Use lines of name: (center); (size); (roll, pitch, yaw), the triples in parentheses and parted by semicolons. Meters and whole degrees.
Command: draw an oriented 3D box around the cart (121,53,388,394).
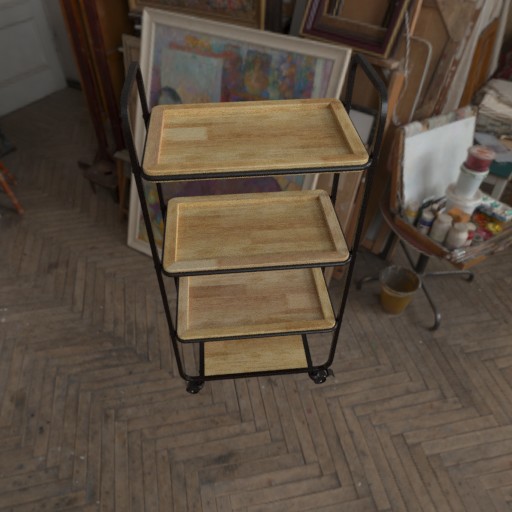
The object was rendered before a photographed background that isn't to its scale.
cart: (0.000, 0.000, 1.310); (0.545, 1.080, 0.321); (-4, 44, -4)
